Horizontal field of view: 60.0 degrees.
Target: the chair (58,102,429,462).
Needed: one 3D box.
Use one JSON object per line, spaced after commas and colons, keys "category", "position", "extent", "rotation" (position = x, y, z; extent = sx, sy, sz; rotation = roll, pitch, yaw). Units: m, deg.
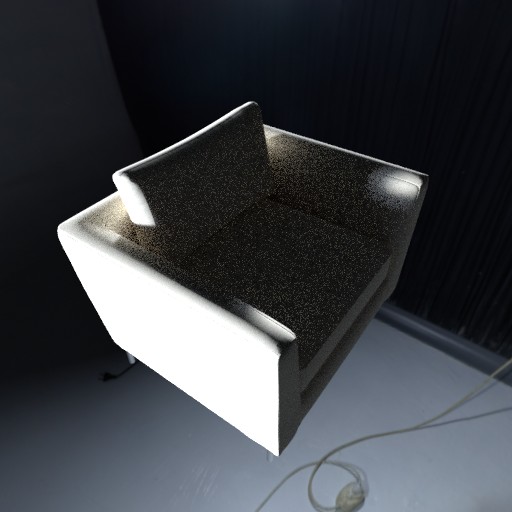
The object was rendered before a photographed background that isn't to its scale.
{"category": "chair", "position": [0.000, 0.000, 1.703], "extent": [0.889, 0.865, 1.041], "rotation": [25, 47, 26]}
